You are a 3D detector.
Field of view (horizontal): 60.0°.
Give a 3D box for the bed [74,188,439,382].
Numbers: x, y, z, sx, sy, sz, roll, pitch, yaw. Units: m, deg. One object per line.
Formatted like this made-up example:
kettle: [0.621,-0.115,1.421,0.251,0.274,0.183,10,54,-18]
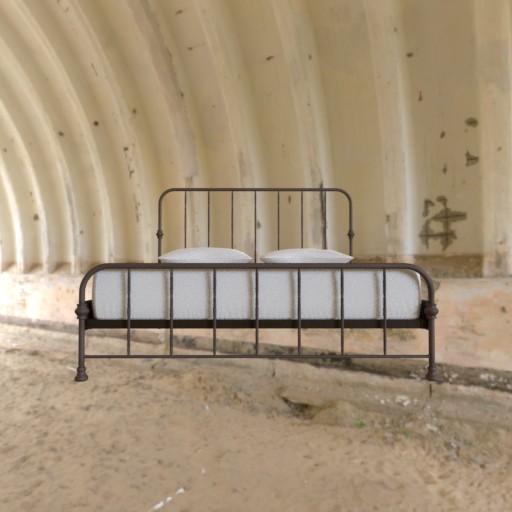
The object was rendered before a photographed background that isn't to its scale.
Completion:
bed: [0.000,0.000,3.530,2.044,1.446,2.134,0,-1,0]
